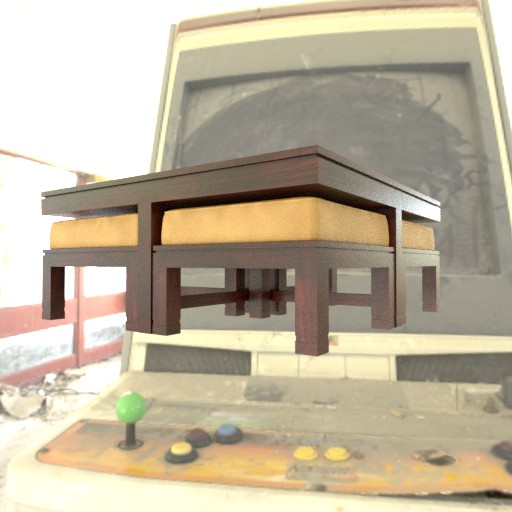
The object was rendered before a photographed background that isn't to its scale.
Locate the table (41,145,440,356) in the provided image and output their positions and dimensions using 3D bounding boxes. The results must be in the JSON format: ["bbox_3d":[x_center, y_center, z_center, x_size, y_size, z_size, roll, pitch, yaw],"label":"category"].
[{"bbox_3d":[0.000,0.000,1.344,0.865,0.356,0.865,-1,-1,35],"label":"table"}]
